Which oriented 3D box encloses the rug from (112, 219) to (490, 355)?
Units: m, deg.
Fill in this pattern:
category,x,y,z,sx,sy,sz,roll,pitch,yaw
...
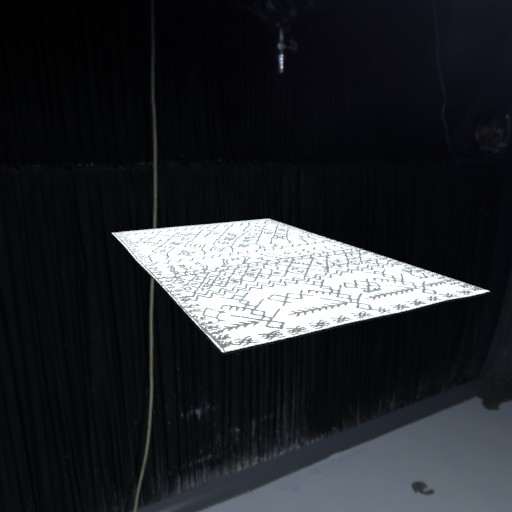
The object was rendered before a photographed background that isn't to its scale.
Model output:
category,x,y,z,sx,sy,sz,roll,pitch,yaw
rug,0.000,0.000,3.052,1.530,0.012,2.444,-7,17,-26
